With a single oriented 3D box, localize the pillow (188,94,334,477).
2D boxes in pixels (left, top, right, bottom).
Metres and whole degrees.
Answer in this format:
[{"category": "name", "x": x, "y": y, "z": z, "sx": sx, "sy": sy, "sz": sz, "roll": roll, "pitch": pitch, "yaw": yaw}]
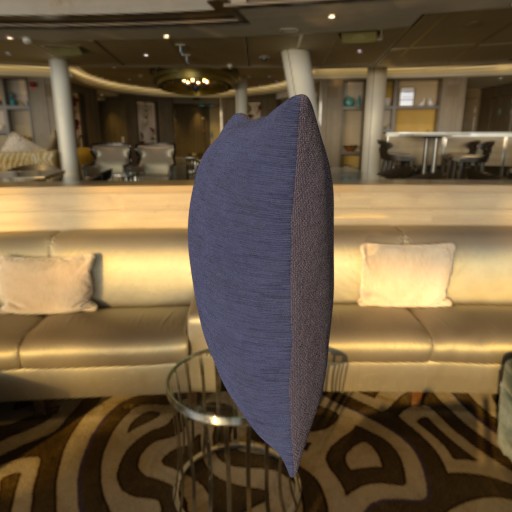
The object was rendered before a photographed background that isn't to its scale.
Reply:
[{"category": "pillow", "x": 0.000, "y": 0.000, "z": 0.680, "sx": 0.204, "sy": 0.439, "sz": 0.452, "roll": -3, "pitch": 15, "yaw": -9}]
